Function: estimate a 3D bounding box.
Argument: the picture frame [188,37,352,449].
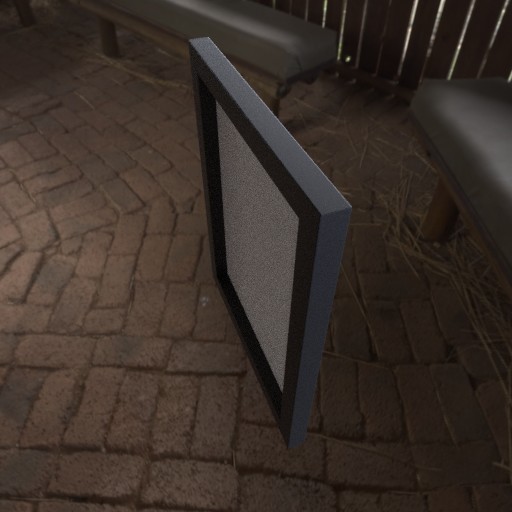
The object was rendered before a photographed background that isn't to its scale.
[{"bbox_3d":[0.000,0.000,0.517,0.036,0.383,0.307,-16,48,-15],"label":"picture frame"}]
